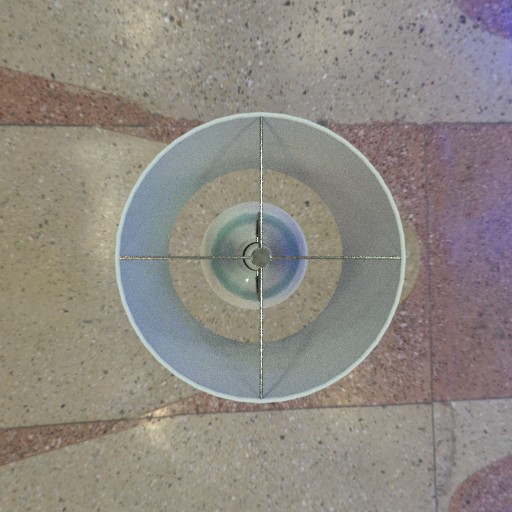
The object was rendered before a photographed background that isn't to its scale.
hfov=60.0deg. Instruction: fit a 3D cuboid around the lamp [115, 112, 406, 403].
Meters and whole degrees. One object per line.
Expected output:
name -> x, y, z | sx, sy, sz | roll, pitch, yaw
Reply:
lamp -> 0.000, 0.000, 0.531 | 0.217, 0.404, 0.217 | 0, 90, -1
